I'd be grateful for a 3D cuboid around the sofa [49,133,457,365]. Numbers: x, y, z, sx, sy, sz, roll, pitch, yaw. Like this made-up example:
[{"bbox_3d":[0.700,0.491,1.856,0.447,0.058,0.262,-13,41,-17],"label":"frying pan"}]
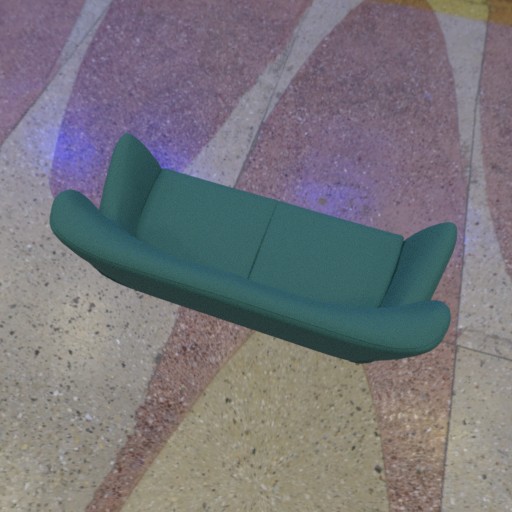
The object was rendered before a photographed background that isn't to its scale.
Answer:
[{"bbox_3d":[0.000,0.000,2.395,1.930,0.890,0.889,17,64,9],"label":"sofa"}]
